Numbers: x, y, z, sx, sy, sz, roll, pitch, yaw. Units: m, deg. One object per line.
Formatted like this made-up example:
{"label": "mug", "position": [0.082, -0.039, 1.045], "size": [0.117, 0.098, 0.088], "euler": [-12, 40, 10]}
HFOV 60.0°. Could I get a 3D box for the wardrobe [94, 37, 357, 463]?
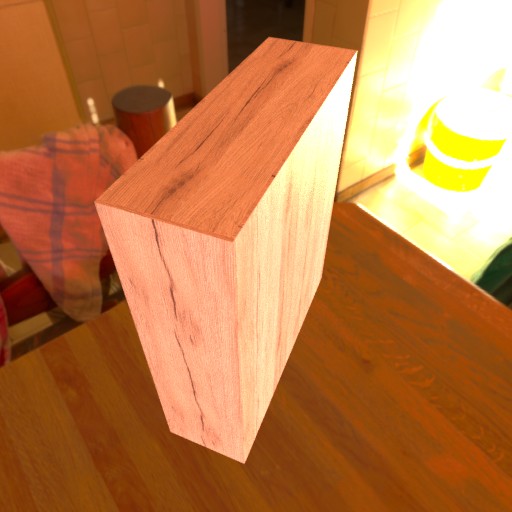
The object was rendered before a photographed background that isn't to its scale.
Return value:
{"label": "wardrobe", "position": [0.000, 0.000, 2.909], "size": [0.580, 2.070, 1.810], "euler": [16, 48, 15]}
